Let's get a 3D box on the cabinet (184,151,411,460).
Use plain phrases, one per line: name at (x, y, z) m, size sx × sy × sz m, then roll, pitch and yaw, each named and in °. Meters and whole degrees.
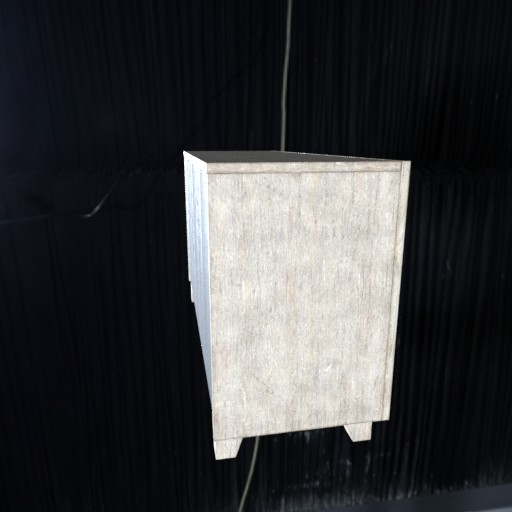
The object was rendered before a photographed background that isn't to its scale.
cabinet at (0.000, 0.000, 1.843) m, size 0.511 × 0.825 × 1.460 m, roll -3°, pitch 15°, yaw -11°
